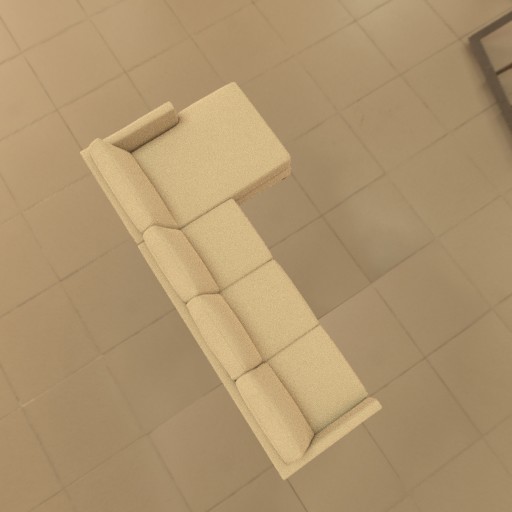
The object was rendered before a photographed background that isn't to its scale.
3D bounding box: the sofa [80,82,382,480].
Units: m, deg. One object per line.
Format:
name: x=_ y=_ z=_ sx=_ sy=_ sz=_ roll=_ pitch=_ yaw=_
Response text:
sofa: x=0.000 y=0.000 z=3.910 sx=1.625 sy=0.861 sz=3.186 roll=-33 pitch=79 yaw=-7
